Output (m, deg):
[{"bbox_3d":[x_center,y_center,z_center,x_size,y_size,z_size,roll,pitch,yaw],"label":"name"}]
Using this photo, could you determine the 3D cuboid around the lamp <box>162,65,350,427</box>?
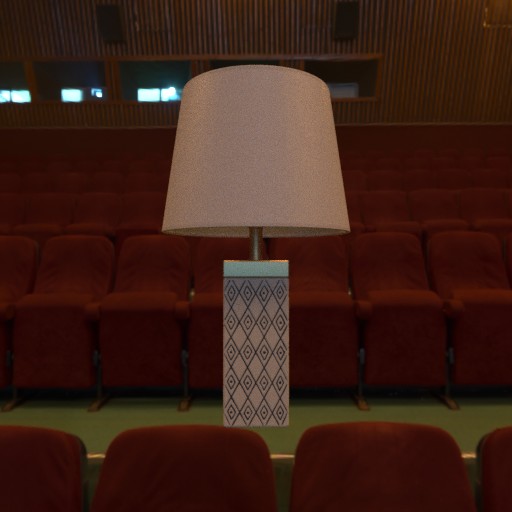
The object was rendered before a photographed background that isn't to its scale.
[{"bbox_3d":[0.000,0.000,0.604,0.251,0.435,0.251,0,0,0],"label":"lamp"}]
